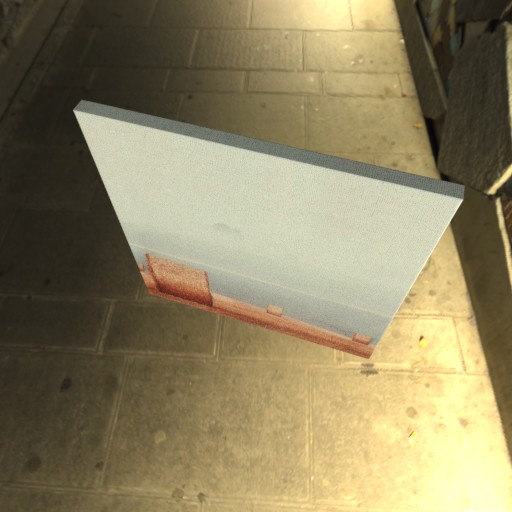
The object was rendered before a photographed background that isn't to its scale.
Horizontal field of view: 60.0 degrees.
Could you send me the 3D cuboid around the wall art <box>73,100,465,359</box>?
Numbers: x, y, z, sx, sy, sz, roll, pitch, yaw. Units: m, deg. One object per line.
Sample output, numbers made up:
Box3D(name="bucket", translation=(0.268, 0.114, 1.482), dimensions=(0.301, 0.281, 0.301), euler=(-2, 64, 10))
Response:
Box3D(name="wall art", translation=(0.000, 0.000, 0.916), dimensions=(0.605, 0.605, 0.034), euler=(15, 58, 10))
